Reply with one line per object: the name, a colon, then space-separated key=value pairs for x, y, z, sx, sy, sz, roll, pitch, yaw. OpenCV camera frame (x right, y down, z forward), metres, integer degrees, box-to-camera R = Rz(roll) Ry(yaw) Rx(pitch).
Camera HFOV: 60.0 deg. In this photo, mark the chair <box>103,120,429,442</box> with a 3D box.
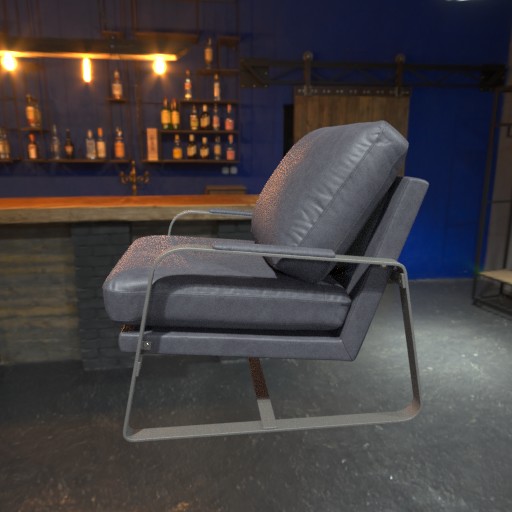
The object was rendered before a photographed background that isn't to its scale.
chair: x=0.000 y=0.000 z=1.460 sx=0.878 sy=0.839 sz=0.692 roll=-2 pitch=14 yaw=-6
